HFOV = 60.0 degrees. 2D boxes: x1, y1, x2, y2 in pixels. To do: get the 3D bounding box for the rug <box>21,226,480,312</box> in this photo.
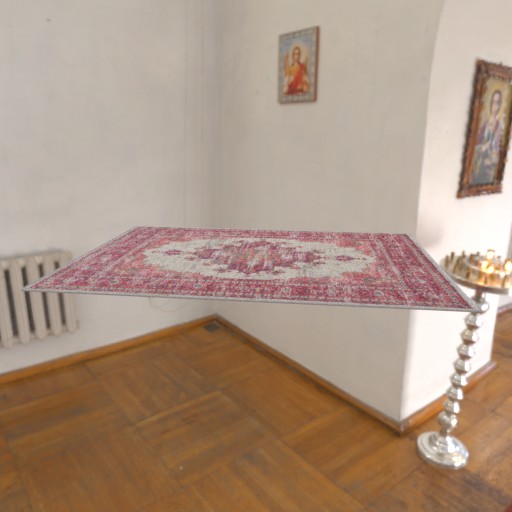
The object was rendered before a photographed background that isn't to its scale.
[{"bbox_3d":[0.000,0.000,2.861,2.232,0.011,1.555,2,16,7],"label":"rug"}]
